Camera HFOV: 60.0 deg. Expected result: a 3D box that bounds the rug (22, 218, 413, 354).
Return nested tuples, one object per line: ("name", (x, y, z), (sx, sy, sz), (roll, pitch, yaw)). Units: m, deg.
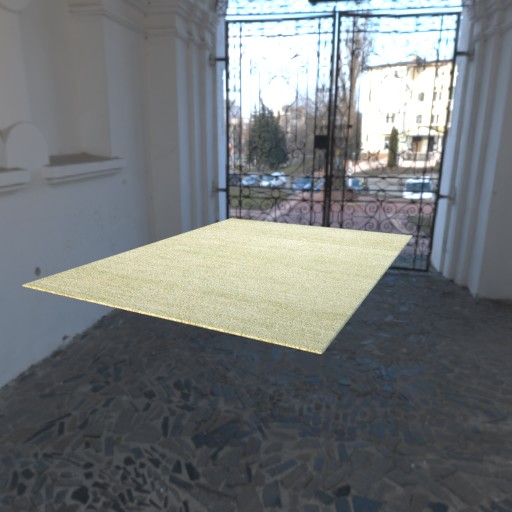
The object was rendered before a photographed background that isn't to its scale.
("rug", (0.000, 0.000, 4.264), (2.425, 0.016, 3.198), (8, 17, 26))
